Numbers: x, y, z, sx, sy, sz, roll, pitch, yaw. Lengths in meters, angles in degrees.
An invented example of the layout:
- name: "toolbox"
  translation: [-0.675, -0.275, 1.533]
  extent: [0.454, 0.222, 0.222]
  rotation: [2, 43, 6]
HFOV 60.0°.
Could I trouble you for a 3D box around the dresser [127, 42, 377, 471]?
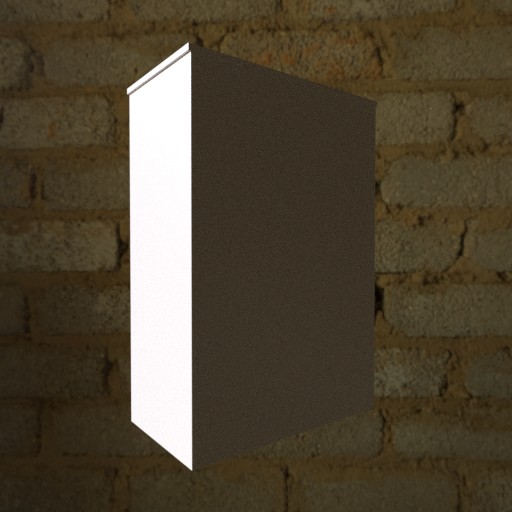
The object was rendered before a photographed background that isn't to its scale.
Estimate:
- name: "dresser"
  translation: [0.000, 0.000, 1.425]
  extent: [0.704, 1.021, 0.401]
  rotation: [-1, 1, -37]
